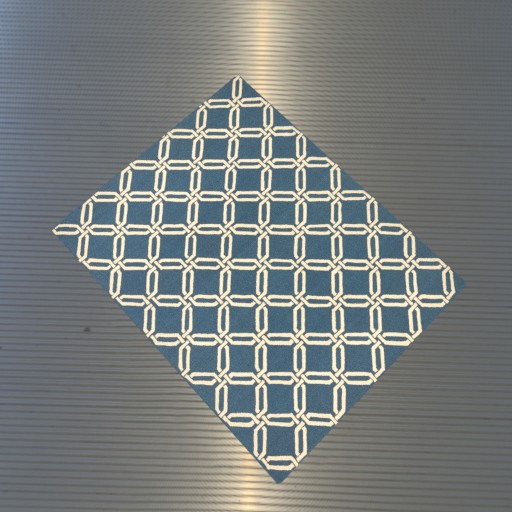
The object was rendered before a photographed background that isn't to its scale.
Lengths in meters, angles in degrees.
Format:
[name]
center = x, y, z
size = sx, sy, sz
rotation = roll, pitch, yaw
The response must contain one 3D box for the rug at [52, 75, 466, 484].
[rug]
center = 0.000, 0.000, 3.851
size = 2.277, 0.020, 2.867
rotation = -43, 80, -10
